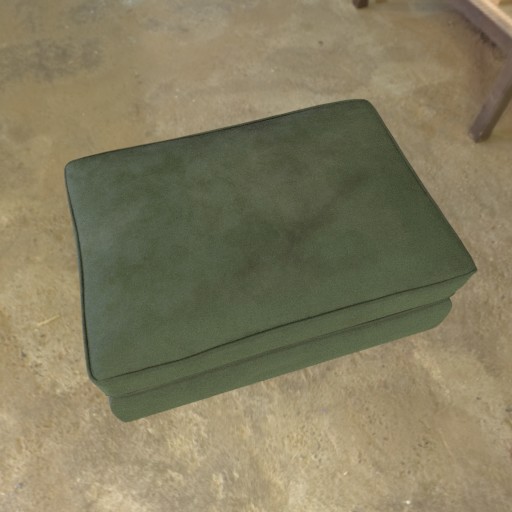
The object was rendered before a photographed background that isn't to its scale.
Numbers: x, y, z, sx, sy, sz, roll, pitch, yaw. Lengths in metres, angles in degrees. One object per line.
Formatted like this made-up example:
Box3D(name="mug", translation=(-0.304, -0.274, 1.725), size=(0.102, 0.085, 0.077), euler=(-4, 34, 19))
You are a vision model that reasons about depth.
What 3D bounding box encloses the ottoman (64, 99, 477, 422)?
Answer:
Box3D(name="ottoman", translation=(0.000, 0.000, 1.216), size=(0.864, 0.495, 0.632), euler=(-15, 60, -9))
